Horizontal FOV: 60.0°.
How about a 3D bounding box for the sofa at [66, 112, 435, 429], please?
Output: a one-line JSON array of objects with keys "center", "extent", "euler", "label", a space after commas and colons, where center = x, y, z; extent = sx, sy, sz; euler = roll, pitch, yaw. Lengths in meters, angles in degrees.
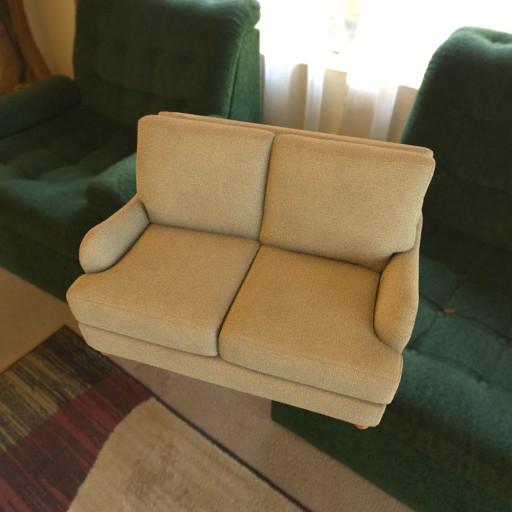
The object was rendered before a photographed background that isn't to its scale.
[{"center": [0.000, 0.000, 2.148], "extent": [1.480, 0.999, 1.087], "euler": [12, 43, 13], "label": "sofa"}]
